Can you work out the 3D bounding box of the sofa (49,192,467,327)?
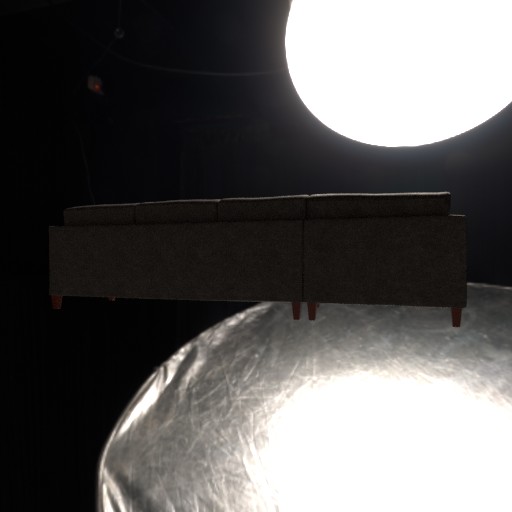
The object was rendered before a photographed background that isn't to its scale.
[{"bbox_3d":[0.000,0.000,4.204,3.471,0.954,1.606,0,0,18],"label":"sofa"}]
